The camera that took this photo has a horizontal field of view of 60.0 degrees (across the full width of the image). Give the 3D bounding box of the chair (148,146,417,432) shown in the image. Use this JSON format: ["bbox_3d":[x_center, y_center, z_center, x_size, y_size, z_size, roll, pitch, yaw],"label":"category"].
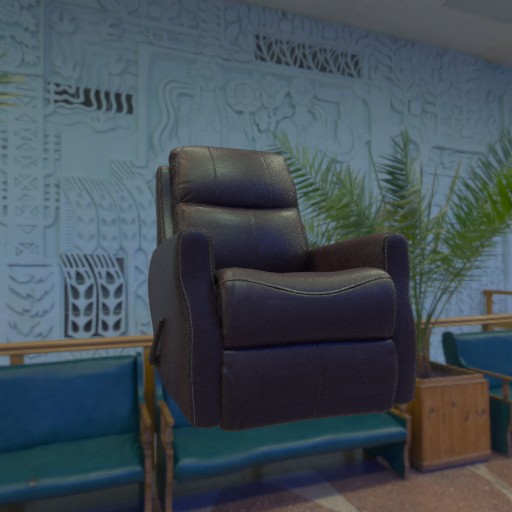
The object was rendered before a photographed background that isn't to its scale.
[{"bbox_3d":[0.000,0.000,1.738,0.829,1.030,1.080,0,-1,-19],"label":"chair"}]
